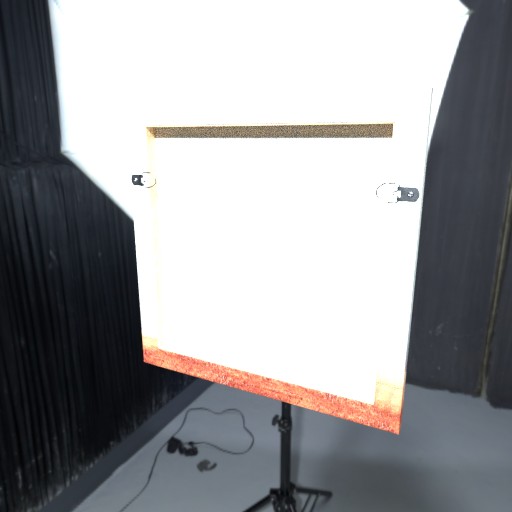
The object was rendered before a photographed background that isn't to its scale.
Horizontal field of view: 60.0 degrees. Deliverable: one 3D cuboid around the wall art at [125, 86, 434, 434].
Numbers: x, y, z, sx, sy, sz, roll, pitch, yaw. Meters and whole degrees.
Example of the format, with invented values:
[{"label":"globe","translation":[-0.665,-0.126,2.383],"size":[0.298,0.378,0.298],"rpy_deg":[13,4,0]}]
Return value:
[{"label":"wall art","translation":[0.000,0.000,1.113],"size":[0.760,0.760,0.042],"rpy_deg":[7,17,26]}]
